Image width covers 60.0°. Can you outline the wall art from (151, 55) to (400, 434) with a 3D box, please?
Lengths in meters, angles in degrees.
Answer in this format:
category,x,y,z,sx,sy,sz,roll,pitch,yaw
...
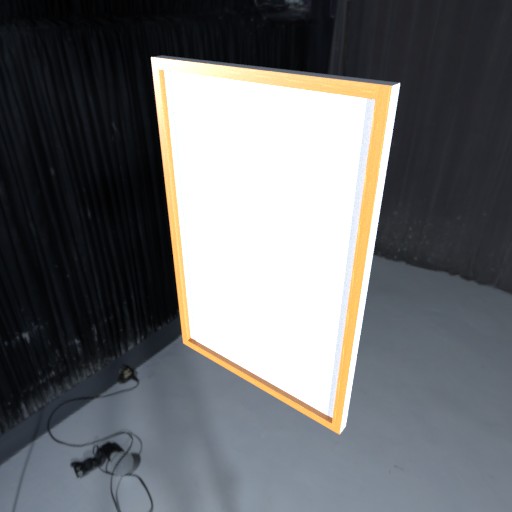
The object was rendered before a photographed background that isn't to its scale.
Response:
category,x,y,z,sx,sy,sz,roll,pitch,yaw
wall art,0.000,0.000,0.770,0.405,0.608,0.025,21,37,31
